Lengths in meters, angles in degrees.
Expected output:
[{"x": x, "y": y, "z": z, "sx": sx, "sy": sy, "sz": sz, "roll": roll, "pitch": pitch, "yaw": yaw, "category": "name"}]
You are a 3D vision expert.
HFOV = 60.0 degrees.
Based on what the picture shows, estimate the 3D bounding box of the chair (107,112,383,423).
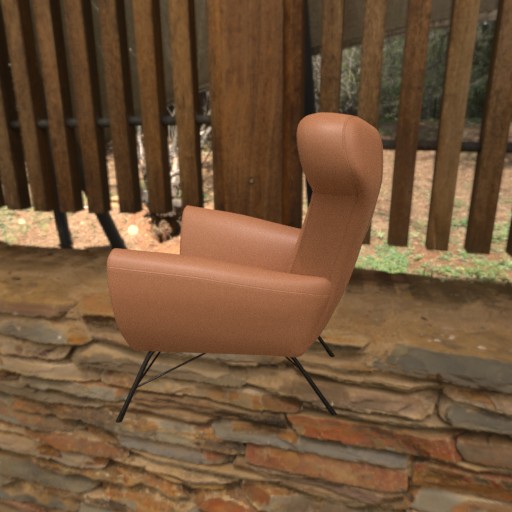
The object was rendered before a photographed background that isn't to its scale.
[{"x": 0.000, "y": 0.000, "z": 1.730, "sx": 0.900, "sy": 1.050, "sz": 0.980, "roll": 3, "pitch": 17, "yaw": 8, "category": "chair"}]
